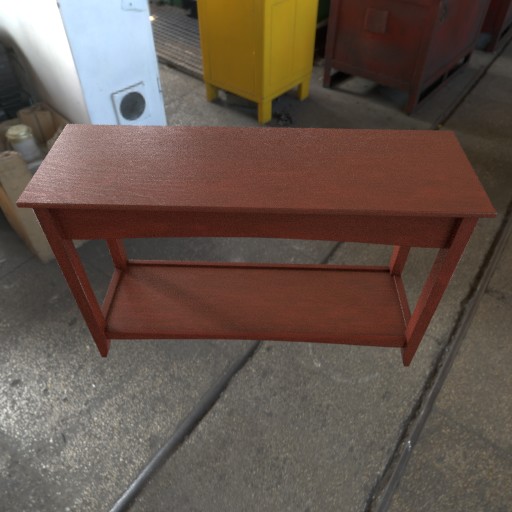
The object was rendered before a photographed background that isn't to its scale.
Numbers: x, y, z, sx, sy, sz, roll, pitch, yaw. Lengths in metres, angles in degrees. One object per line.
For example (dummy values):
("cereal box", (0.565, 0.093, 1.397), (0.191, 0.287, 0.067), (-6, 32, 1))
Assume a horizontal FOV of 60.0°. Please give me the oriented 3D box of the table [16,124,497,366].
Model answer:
("table", (0.000, 0.000, 1.491), (1.188, 0.739, 0.392), (1, 46, 1))
